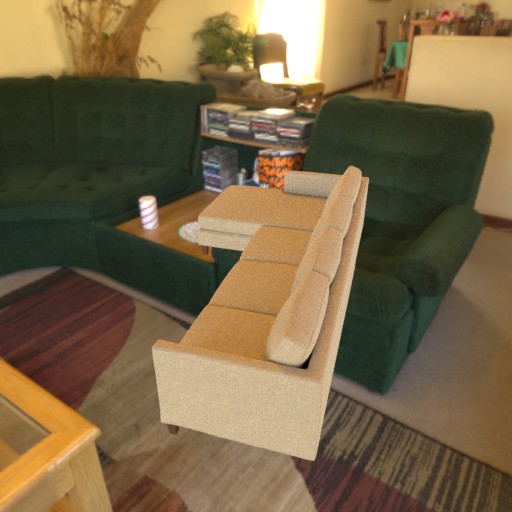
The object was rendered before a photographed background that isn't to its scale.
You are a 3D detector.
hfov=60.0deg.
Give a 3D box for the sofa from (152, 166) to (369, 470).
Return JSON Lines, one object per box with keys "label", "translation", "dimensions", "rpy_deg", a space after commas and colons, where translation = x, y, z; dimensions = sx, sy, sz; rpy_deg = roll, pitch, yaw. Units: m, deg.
{"label": "sofa", "translation": [0.000, 0.000, 3.784], "dimensions": [1.625, 0.846, 3.186], "rpy_deg": [8, 30, 15]}
